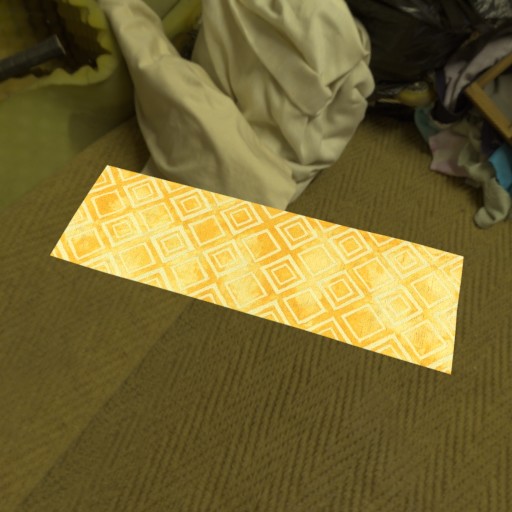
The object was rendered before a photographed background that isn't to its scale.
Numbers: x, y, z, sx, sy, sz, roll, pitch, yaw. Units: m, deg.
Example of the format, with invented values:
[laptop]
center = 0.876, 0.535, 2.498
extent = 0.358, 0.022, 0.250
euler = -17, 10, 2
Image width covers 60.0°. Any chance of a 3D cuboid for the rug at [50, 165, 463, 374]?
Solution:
[rug]
center = 0.000, 0.000, 2.734
extent = 2.438, 0.010, 0.775
euler = 15, 61, 9
